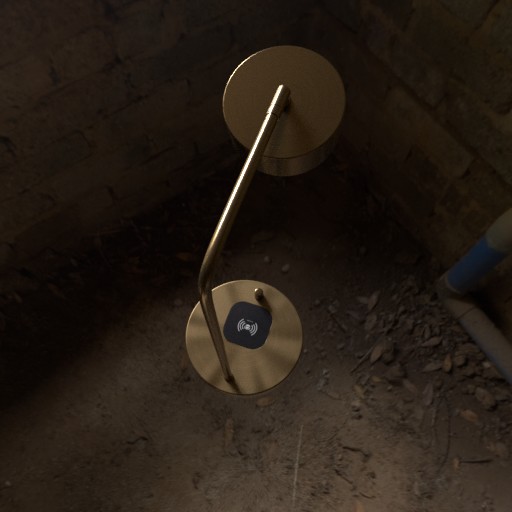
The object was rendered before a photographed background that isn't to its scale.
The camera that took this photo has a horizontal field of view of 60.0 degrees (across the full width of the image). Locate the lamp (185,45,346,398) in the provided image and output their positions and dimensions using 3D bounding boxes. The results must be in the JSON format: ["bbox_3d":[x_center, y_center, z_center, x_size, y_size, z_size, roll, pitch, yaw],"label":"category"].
[{"bbox_3d":[0.000,0.000,0.514,0.171,0.380,0.270,18,66,8],"label":"lamp"}]
